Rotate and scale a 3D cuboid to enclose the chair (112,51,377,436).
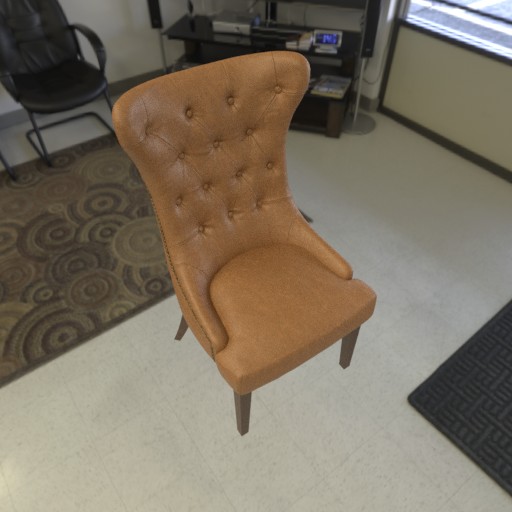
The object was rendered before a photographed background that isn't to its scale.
[{"bbox_3d":[0.000,0.000,1.463,0.611,1.065,0.669,-26,51,-22],"label":"chair"}]
